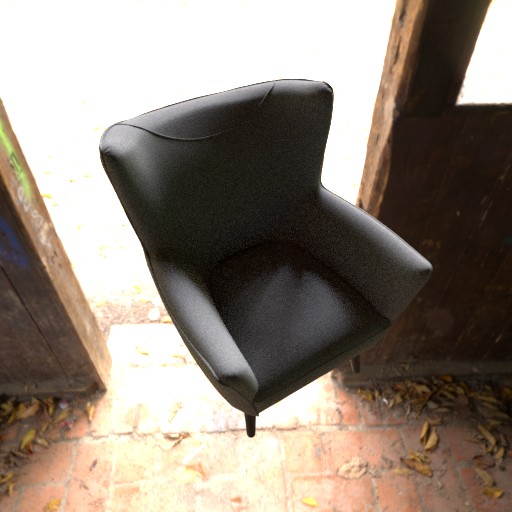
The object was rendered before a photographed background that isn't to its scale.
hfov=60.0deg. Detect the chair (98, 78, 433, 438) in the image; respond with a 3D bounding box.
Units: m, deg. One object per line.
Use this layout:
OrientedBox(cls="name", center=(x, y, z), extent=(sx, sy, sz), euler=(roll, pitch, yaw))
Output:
OrientedBox(cls="chair", center=(0.000, 0.000, 1.555), extent=(0.781, 0.933, 0.888), euler=(-24, 50, -21))
